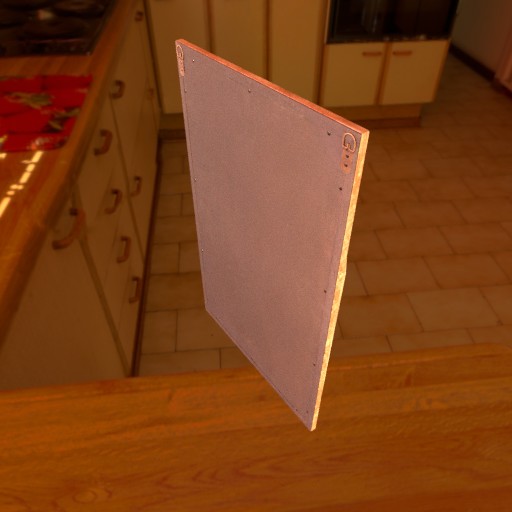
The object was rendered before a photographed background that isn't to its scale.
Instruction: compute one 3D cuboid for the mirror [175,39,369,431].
[{"bbox_3d":[0.000,0.000,0.983,0.058,0.787,0.495,-26,48,-26],"label":"mirror"}]
